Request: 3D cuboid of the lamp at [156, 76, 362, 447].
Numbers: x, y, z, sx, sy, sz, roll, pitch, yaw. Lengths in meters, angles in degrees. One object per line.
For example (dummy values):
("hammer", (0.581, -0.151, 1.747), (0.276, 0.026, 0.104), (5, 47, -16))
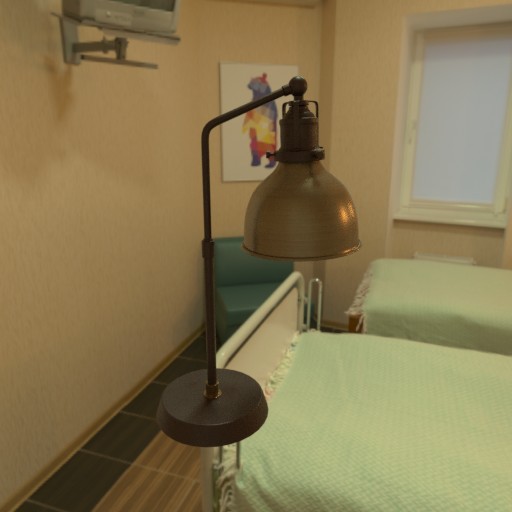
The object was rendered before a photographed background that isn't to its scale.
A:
("lamp", (0.000, 0.000, 0.615), (0.298, 0.469, 0.175), (-3, 16, -10))
